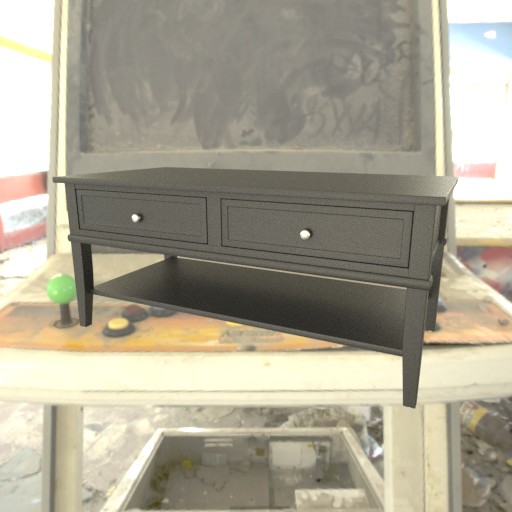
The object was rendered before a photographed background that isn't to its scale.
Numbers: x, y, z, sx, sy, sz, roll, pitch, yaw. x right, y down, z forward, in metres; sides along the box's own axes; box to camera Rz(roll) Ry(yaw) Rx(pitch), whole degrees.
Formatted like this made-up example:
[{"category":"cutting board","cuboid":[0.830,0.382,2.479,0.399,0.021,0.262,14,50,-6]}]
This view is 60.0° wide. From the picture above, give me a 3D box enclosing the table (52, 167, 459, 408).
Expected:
[{"category":"table","cuboid":[0.000,0.000,1.331,1.044,0.470,0.523,7,16,25]}]
